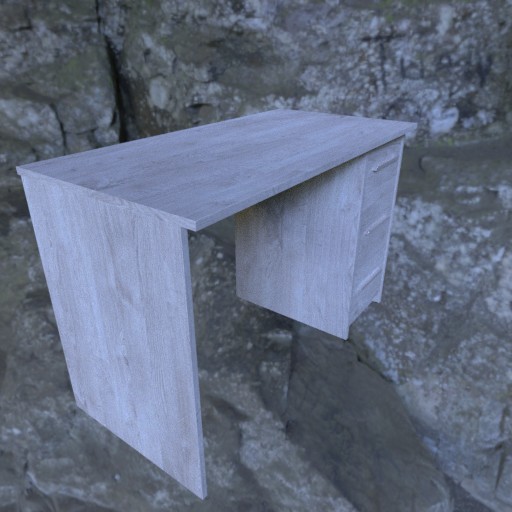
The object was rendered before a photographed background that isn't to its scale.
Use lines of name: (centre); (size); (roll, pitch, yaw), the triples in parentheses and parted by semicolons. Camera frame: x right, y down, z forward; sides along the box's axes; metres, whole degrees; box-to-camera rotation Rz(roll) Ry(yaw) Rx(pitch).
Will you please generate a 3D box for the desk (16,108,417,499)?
desk: (0.000, 0.000, 1.426); (0.560, 0.735, 1.097); (18, 32, 32)
